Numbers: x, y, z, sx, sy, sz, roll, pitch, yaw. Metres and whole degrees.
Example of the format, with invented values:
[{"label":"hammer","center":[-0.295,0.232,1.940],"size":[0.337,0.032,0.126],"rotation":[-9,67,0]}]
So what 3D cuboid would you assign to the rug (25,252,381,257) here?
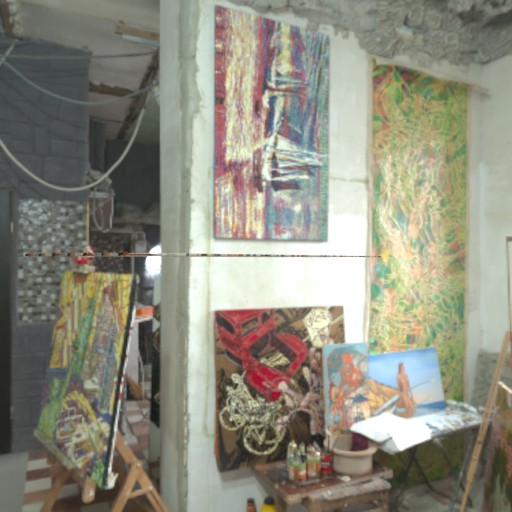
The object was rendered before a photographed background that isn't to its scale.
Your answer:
[{"label":"rug","center":[0.000,0.000,2.938],"size":[0.763,0.015,2.682],"rotation":[0,0,36]}]
